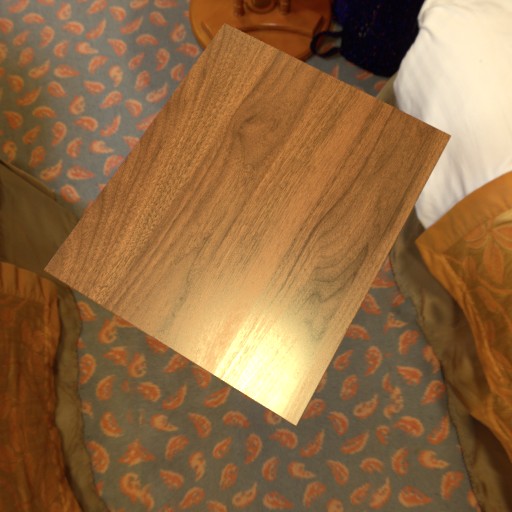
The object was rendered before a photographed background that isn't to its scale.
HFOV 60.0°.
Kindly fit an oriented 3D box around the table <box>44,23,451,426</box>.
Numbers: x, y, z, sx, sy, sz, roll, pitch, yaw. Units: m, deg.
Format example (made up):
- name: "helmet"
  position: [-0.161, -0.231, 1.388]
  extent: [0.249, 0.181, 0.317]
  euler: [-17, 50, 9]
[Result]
- name: "table"
  position: [0.000, 0.000, 1.555]
  extent: [0.660, 1.041, 0.786]
  euler: [30, 77, 7]
